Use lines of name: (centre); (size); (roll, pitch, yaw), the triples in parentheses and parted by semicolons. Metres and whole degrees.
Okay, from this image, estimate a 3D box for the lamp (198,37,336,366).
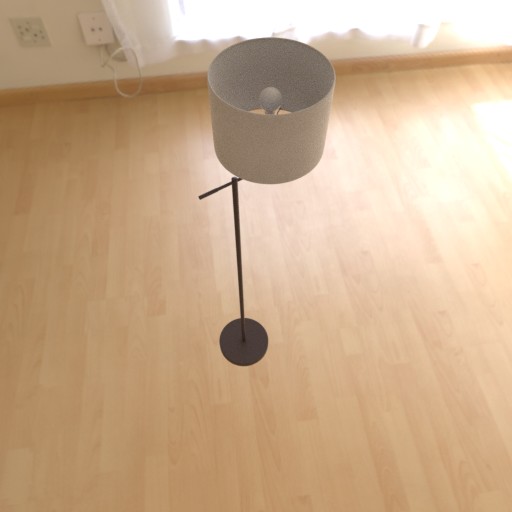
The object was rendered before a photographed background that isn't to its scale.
lamp: (0.000, 0.000, 1.770); (0.416, 1.600, 0.324); (-29, 61, -17)
